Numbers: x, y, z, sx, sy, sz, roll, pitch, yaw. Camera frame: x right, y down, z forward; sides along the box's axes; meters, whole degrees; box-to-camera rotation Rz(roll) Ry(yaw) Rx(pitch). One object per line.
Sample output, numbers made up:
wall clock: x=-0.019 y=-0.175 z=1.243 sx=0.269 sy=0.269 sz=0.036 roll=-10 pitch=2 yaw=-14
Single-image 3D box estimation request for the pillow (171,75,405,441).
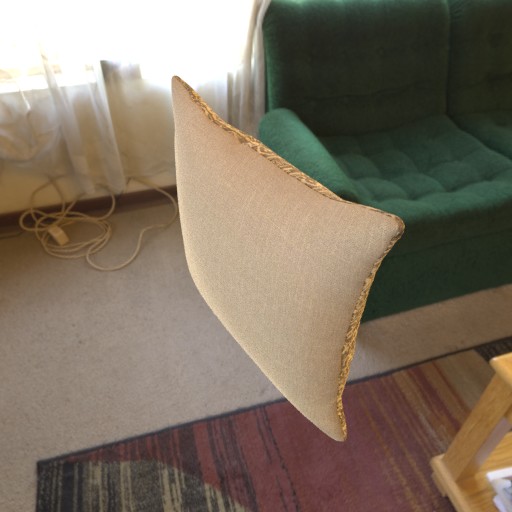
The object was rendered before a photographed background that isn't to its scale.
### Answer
pillow: x=0.000 y=0.000 z=0.790 sx=0.180 sy=0.487 sz=0.546 roll=-24 pitch=47 yaw=-25
